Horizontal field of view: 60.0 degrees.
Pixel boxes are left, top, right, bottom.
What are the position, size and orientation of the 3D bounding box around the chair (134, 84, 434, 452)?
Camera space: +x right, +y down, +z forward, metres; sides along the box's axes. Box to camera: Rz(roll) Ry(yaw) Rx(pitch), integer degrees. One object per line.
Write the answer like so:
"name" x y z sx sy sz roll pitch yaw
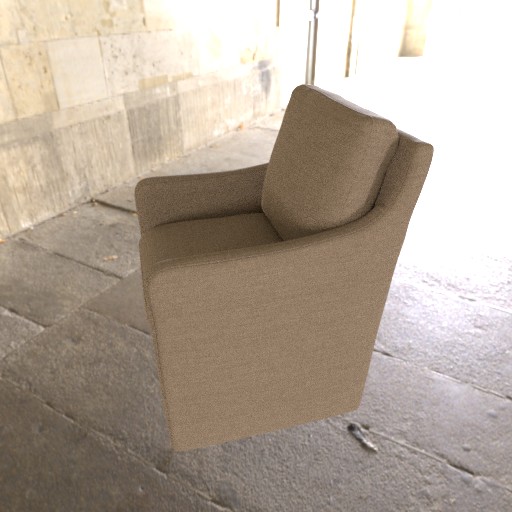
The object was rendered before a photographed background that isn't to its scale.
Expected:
"chair" 0.000 0.000 1.363 0.694 0.914 0.626 -8 31 -13
